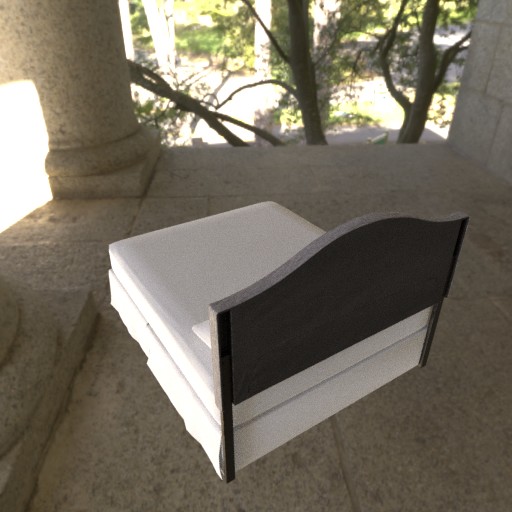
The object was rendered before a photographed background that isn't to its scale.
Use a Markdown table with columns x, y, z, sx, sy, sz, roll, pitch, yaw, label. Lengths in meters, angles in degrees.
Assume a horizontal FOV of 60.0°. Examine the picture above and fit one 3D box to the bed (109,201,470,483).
| x | y | z | sx | sy | sz | roll | pitch | yaw | label |
| --- | --- | --- | --- | --- | --- | --- | --- | --- | --- |
| 0.000 | 0.000 | 2.952 | 1.610 | 1.295 | 1.870 | -18 | 35 | -28 | bed |
